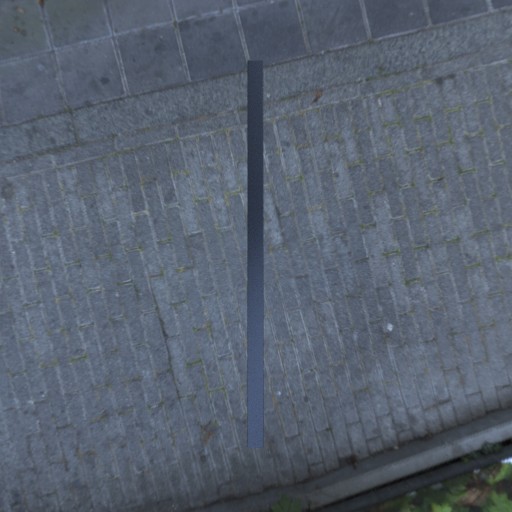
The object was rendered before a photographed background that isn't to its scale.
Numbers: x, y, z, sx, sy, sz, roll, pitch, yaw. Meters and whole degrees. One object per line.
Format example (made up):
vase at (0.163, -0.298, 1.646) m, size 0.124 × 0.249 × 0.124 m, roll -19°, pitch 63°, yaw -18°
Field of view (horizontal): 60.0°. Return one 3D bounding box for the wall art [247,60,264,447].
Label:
wall art at (0.000, 0.000, 0.856) m, size 0.019 × 0.656 × 0.462 m, roll 0°, pitch 89°, yaw 0°
